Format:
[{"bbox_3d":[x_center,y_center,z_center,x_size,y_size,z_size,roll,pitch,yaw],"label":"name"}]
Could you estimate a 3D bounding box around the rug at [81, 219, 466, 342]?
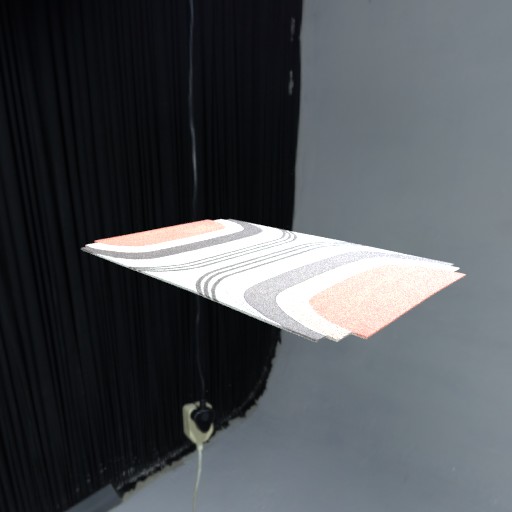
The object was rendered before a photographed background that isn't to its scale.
[{"bbox_3d":[0.000,0.000,3.121,2.446,0.017,1.530,15,22,42],"label":"rug"}]
